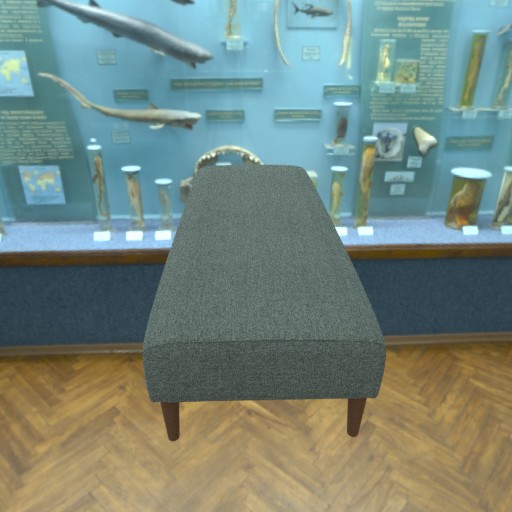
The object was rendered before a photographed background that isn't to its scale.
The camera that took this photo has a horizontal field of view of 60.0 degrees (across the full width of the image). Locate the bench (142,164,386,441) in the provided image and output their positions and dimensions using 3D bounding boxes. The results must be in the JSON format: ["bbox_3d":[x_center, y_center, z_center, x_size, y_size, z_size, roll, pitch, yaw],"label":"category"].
[{"bbox_3d":[0.000,0.000,1.840,0.631,0.384,1.598,-1,26,-1],"label":"bench"}]
